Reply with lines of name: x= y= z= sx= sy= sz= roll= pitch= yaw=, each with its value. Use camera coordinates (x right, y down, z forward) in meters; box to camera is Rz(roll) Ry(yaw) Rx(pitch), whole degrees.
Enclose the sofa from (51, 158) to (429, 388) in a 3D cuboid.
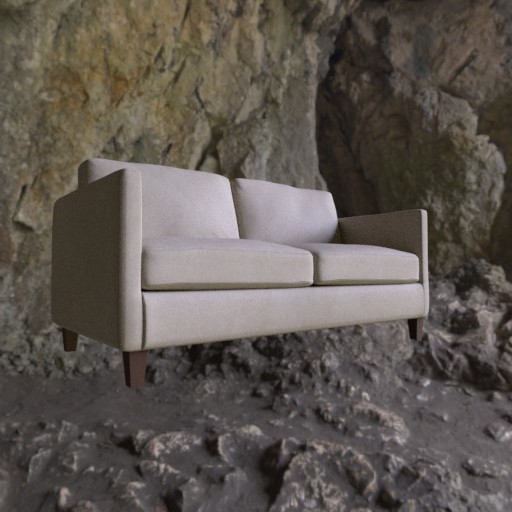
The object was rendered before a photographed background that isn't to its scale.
sofa: x=0.000 y=0.000 z=2.362 sx=1.846 sy=0.940 sz=0.950 roll=1 pitch=-2 yaw=-37
